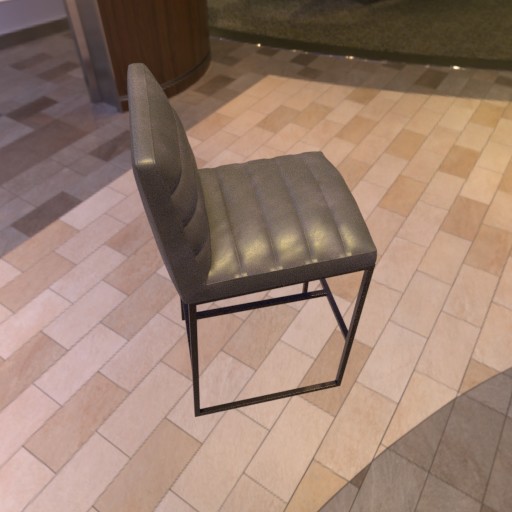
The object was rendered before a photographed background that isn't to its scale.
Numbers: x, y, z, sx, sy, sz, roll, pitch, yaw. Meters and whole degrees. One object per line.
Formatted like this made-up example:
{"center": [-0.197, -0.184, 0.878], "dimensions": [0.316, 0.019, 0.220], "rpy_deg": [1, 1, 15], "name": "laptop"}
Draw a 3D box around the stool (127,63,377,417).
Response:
{"center": [0.000, 0.000, 1.351], "dimensions": [0.562, 1.065, 0.463], "rpy_deg": [-9, 47, -9], "name": "stool"}
